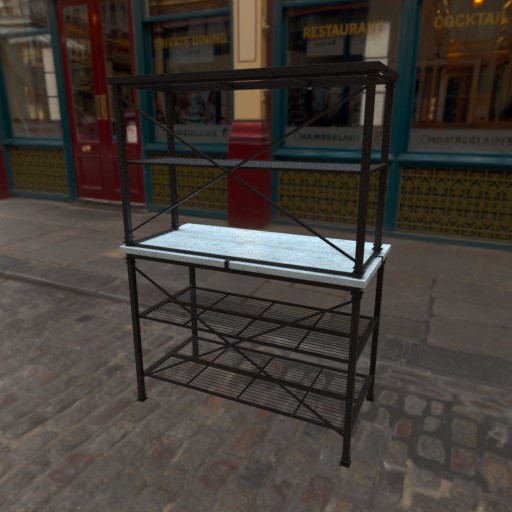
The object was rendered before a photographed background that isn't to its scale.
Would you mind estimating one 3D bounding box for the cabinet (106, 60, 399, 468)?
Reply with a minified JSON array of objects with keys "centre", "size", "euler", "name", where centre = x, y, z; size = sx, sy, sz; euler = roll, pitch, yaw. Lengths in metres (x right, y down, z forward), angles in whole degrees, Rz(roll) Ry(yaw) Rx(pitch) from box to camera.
[{"centre":[0.000,0.000,2.209],"size":[1.210,1.659,0.610],"euler":[8,18,24],"name":"cabinet"}]
